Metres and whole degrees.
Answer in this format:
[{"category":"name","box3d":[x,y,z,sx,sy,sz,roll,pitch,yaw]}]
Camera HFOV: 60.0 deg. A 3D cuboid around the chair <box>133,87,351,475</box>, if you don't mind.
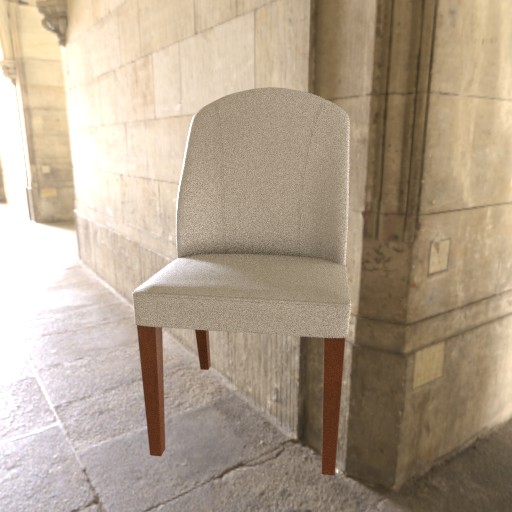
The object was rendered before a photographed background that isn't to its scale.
[{"category":"chair","box3d":[0.000,0.000,1.162,0.472,0.893,0.540,2,14,9]}]
